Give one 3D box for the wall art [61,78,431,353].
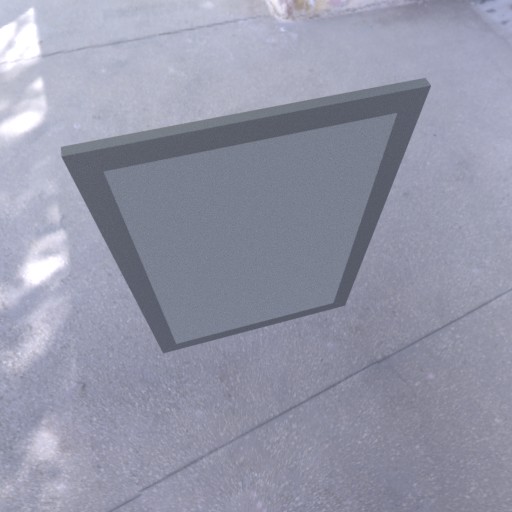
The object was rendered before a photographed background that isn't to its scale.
[{"bbox_3d":[0.000,0.000,0.662,0.376,0.529,0.013,-13,59,-8],"label":"wall art"}]
